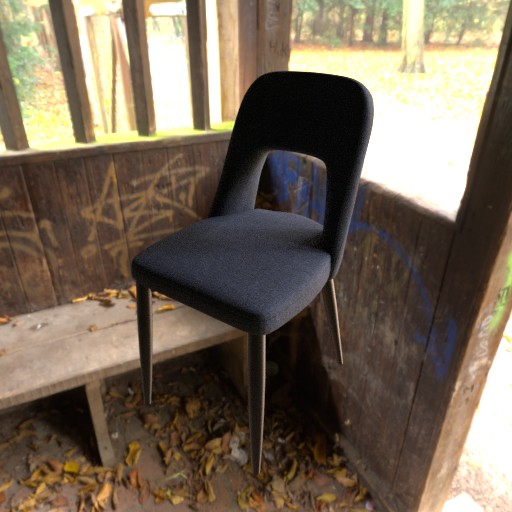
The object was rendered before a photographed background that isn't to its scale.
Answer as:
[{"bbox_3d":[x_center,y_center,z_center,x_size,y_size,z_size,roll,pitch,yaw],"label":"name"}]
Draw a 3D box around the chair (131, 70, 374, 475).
[{"bbox_3d":[0.000,0.000,1.272,0.470,0.931,0.612,19,34,30],"label":"chair"}]
